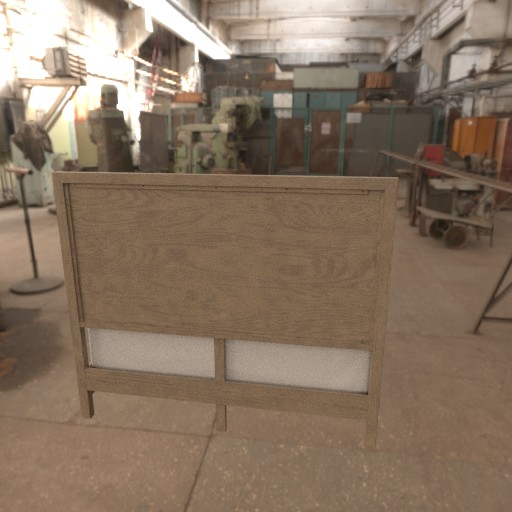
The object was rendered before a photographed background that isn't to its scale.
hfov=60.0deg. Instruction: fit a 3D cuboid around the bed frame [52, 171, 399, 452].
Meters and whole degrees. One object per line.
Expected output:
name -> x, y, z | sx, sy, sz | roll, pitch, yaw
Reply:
bed frame -> 0.000, 0.000, 3.218 | 1.606, 1.369, 2.189 | 3, 16, 10
